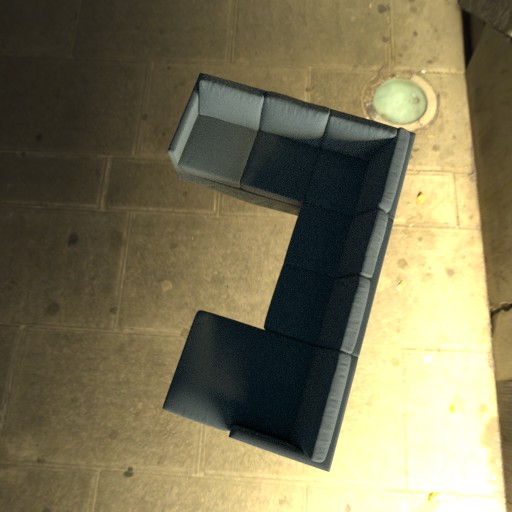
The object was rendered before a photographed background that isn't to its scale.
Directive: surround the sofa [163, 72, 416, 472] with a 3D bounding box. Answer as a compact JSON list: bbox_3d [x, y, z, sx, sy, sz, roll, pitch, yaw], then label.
[{"bbox_3d":[0.000,0.000,4.551,2.427,0.882,3.460,17,75,5],"label":"sofa"}]
